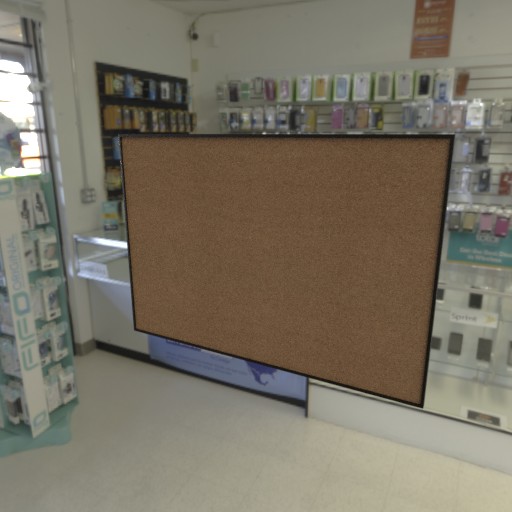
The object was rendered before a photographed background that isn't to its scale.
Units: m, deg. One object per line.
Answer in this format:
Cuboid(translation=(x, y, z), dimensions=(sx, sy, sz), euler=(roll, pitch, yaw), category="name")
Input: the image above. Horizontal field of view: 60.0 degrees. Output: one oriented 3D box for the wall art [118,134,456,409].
Cuboid(translation=(0.000, 0.000, 1.245), dimensions=(0.957, 0.660, 0.019), euler=(8, 17, 27), category="wall art")
